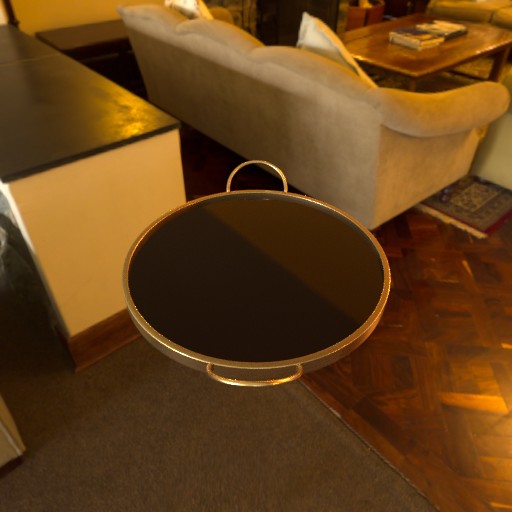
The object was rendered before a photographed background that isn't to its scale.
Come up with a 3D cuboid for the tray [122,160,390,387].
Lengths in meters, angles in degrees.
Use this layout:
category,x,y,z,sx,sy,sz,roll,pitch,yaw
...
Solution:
category,x,y,z,sx,sy,sz,roll,pitch,yaw
tray,0.000,0.000,0.737,0.438,0.069,0.543,0,40,0
